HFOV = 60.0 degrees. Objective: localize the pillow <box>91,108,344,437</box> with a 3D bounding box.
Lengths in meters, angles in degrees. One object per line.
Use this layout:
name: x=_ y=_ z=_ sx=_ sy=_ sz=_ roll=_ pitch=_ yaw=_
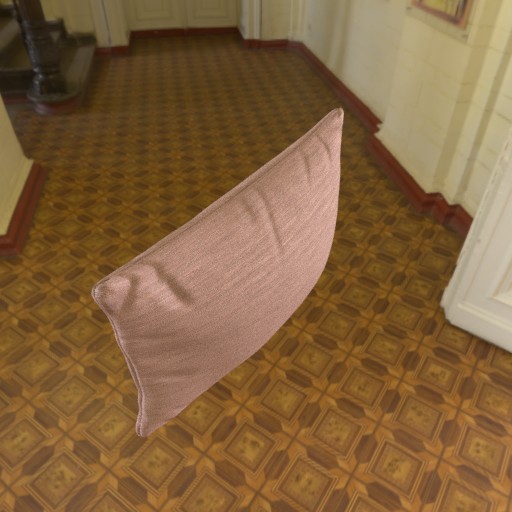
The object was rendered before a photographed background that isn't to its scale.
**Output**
pillow: x=0.000 y=0.000 z=0.800 sx=0.210 sy=0.338 sz=0.633 roll=24 pitch=46 yaw=25
